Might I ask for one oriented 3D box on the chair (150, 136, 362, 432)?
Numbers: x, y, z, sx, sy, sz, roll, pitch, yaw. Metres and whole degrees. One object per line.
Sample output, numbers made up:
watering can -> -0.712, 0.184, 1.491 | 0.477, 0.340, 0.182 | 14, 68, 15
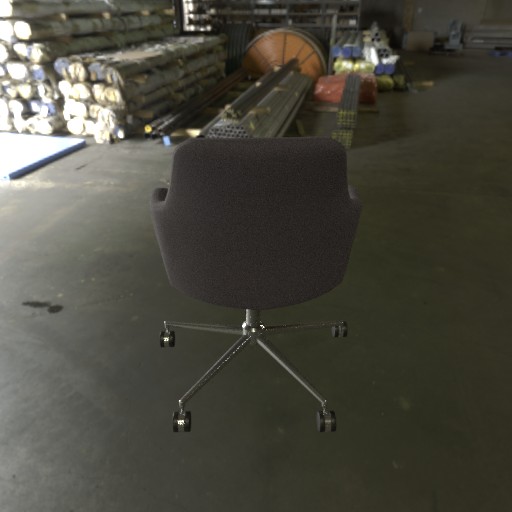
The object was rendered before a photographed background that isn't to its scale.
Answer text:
chair -> 0.000, 0.000, 1.281 | 0.655, 0.820, 0.600 | -1, 30, -2
